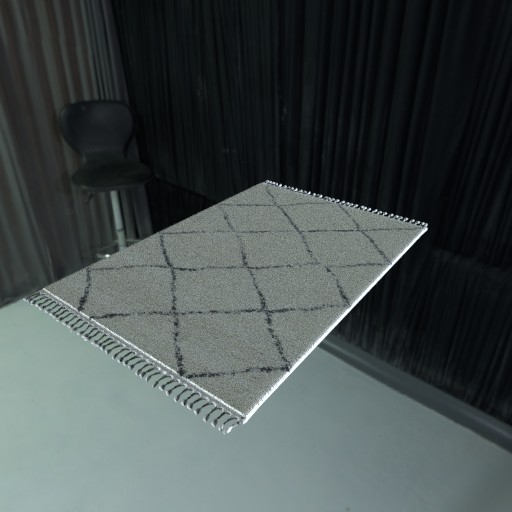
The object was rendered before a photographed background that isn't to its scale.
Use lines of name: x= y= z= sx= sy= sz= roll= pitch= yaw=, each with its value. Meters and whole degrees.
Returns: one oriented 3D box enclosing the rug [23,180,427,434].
rug: x=0.000 y=0.000 z=2.855 sx=1.494 sy=0.031 sz=2.307 roll=21 pitch=36 yaw=31
